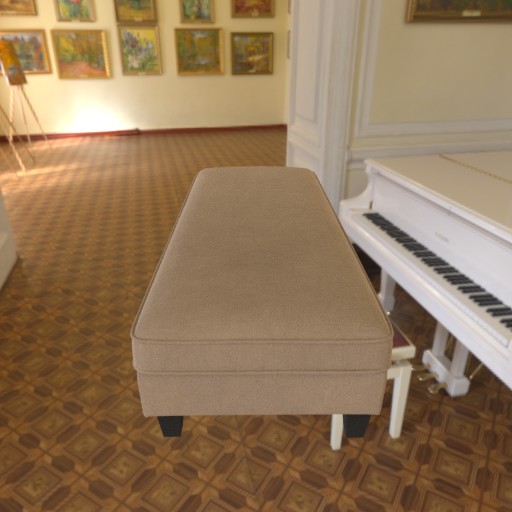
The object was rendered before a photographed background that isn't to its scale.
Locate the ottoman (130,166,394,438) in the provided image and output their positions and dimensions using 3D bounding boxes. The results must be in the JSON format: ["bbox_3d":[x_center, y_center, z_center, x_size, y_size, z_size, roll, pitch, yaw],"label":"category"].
[{"bbox_3d":[0.000,0.000,1.973,0.735,0.460,1.726,0,25,-1],"label":"ottoman"}]
